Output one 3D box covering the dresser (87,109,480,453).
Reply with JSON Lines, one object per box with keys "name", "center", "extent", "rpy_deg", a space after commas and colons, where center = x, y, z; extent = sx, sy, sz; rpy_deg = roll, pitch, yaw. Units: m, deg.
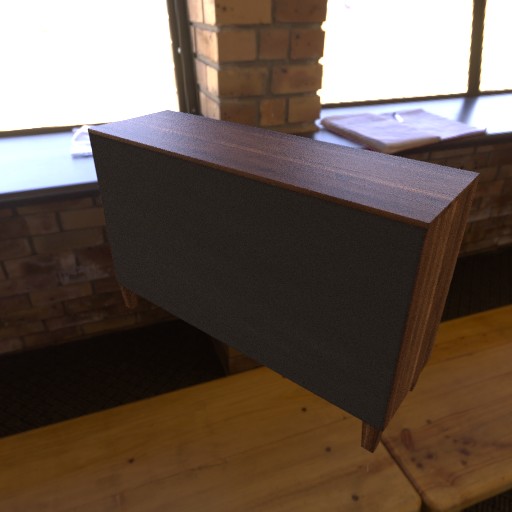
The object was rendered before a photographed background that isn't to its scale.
{"name": "dresser", "center": [0.000, 0.000, 1.790], "extent": [1.387, 0.892, 0.438], "rpy_deg": [22, 37, 32]}
